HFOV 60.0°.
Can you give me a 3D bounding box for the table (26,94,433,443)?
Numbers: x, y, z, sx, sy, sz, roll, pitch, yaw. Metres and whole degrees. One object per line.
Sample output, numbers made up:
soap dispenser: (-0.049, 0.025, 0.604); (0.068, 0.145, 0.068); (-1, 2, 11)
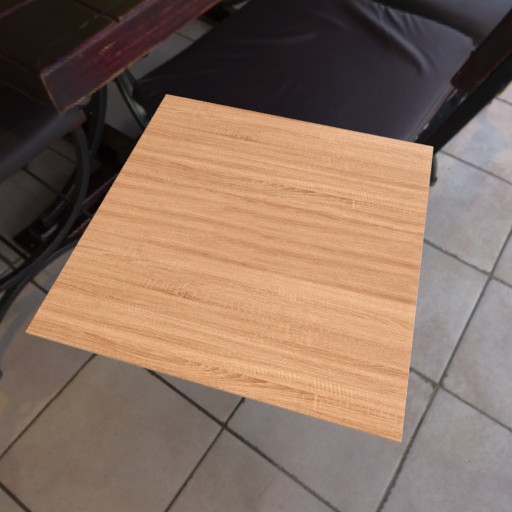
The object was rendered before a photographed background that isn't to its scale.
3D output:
table: (0.000, 0.000, 1.346); (0.890, 0.305, 0.890); (14, 60, 8)
